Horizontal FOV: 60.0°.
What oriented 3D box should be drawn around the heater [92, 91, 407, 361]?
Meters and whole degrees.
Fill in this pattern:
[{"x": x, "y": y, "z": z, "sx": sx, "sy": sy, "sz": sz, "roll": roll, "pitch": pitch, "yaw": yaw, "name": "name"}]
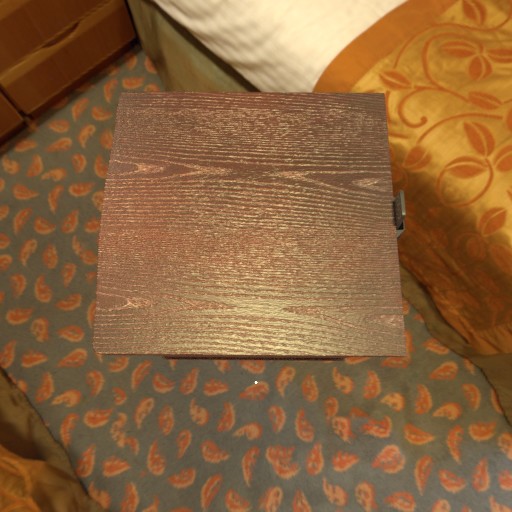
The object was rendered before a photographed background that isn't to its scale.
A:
[{"x": 0.000, "y": 0.000, "z": 0.770, "sx": 0.400, "sy": 0.481, "sz": 0.362, "roll": 0, "pitch": 74, "yaw": 0, "name": "heater"}]
